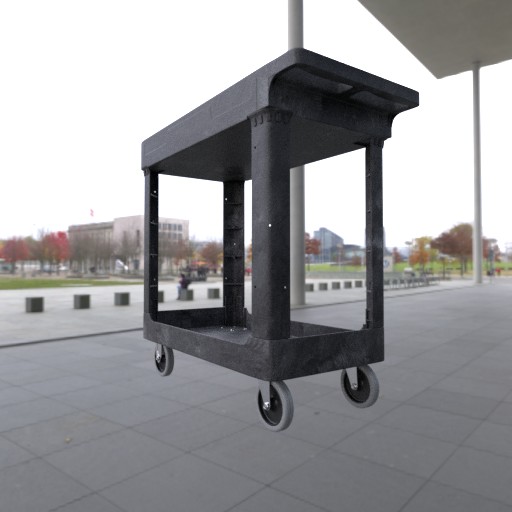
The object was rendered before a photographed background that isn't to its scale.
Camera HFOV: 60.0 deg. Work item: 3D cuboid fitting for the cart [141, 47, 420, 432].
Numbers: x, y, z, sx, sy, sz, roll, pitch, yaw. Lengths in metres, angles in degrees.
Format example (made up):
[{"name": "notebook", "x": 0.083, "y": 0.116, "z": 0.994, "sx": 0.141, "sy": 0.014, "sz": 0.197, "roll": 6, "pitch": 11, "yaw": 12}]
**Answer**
[{"name": "cart", "x": 0.000, "y": 0.000, "z": 1.351, "sx": 0.420, "sy": 0.824, "sz": 0.877, "roll": 1, "pitch": -2, "yaw": -35}]
